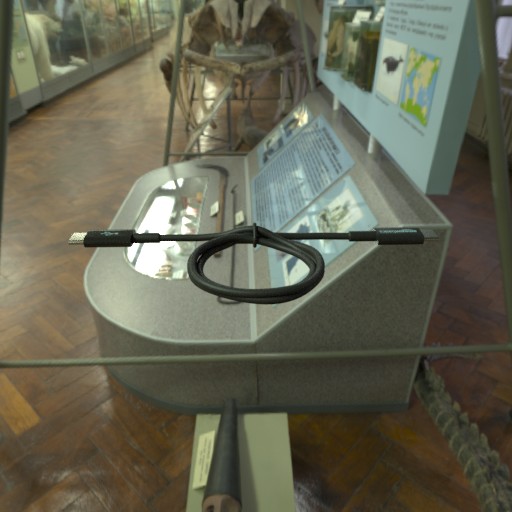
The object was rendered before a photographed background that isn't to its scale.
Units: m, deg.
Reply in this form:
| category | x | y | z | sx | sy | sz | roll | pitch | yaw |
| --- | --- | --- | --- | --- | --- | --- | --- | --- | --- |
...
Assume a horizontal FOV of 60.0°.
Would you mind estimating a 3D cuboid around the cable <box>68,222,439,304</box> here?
| category | x | y | z | sx | sy | sz | roll | pitch | yaw |
| --- | --- | --- | --- | --- | --- | --- | --- | --- | --- |
| cable | 0.000 | 0.000 | 0.222 | 0.203 | 0.014 | 0.070 | -1 | 30 | -1 |
